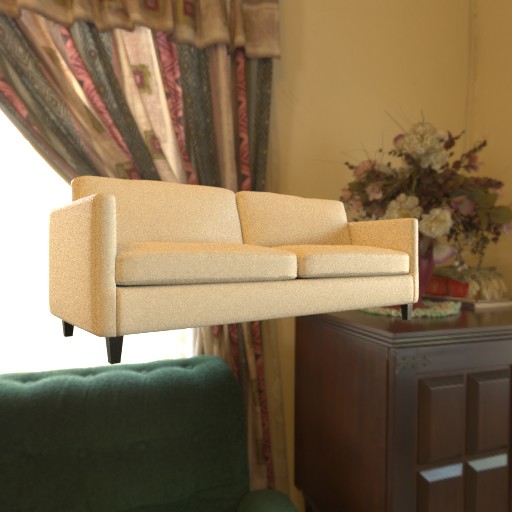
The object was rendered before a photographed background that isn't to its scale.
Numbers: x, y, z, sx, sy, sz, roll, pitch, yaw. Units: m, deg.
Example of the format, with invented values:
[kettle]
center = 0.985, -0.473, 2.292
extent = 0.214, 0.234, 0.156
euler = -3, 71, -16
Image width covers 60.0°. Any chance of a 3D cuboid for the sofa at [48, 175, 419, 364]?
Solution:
[sofa]
center = 0.000, 0.000, 3.002
extent = 2.434, 0.965, 0.948
euler = 0, 0, -37
